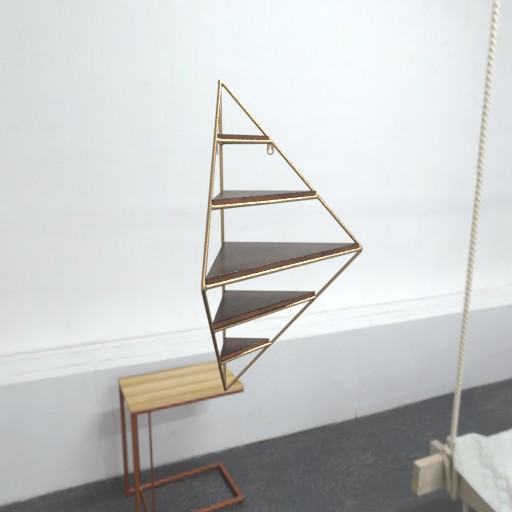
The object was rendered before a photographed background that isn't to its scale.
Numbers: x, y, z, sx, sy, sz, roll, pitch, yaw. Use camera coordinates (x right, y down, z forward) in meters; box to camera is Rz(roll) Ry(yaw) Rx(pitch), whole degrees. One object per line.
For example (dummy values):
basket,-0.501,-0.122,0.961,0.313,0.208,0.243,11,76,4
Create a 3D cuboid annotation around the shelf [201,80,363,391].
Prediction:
shelf,0.000,0.000,1.181,0.564,0.913,0.294,-12,18,-42
